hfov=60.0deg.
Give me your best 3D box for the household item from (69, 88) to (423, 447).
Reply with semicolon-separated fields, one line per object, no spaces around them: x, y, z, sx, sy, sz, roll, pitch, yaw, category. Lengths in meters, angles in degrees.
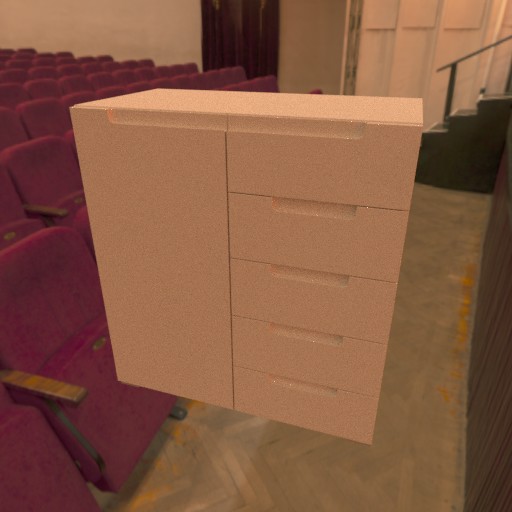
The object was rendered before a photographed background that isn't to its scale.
0.000;0.000;1.315;0.800;0.870;0.420;8;27;16;household item
